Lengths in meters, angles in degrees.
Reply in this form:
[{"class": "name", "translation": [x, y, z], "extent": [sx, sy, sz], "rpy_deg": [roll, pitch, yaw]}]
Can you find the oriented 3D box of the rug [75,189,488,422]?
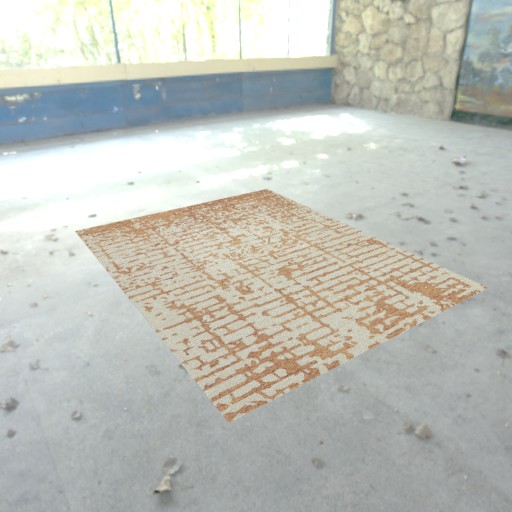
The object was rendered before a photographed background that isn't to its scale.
[{"class": "rug", "translation": [0.000, 0.000, 4.069], "extent": [2.441, 0.011, 3.050], "rpy_deg": [-17, 31, -30]}]
